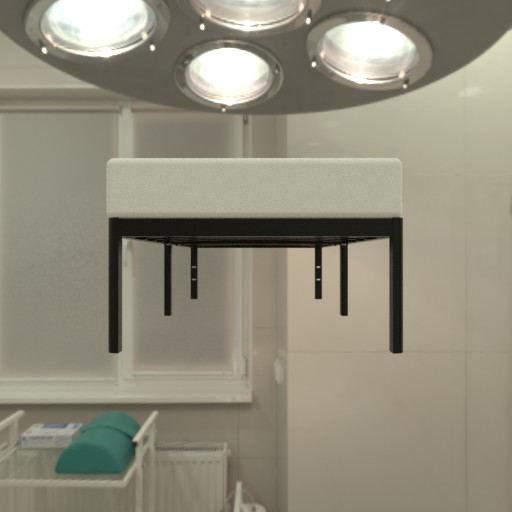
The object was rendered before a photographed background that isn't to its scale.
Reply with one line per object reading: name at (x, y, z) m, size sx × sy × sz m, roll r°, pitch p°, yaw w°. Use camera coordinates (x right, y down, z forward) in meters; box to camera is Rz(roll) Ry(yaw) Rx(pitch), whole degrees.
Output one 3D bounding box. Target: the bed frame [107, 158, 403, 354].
bed frame at (0.000, 0.000, 2.456) m, size 1.023 × 0.659 × 1.950 m, roll 0°, pitch 0°, yaw 0°
